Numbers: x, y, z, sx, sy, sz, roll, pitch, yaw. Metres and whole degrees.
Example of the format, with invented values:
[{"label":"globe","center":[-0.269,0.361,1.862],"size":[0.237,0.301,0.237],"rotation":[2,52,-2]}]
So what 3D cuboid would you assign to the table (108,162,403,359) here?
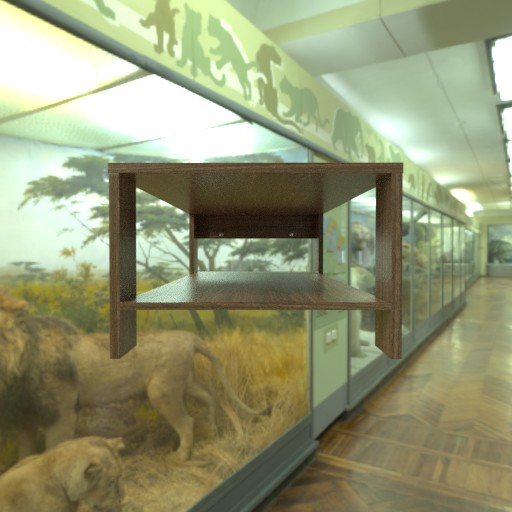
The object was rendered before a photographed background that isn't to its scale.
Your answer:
[{"label":"table","center":[0.000,0.000,1.502],"size":[0.600,0.400,1.200],"rotation":[0,1,0]}]
